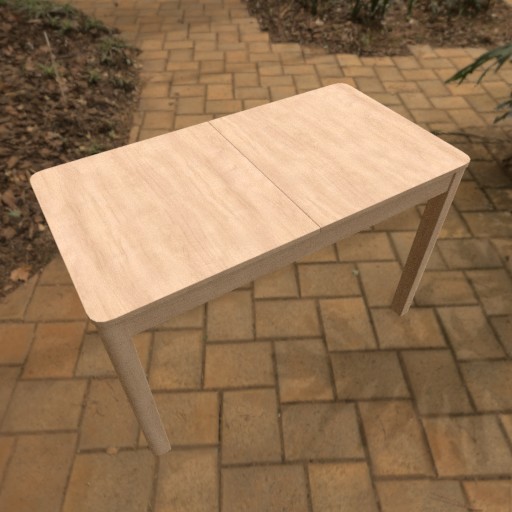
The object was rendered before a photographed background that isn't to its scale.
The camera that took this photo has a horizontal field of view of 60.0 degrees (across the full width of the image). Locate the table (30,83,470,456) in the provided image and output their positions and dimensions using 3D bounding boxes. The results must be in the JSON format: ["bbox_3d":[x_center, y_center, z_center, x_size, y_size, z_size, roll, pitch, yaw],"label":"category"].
[{"bbox_3d":[0.000,0.000,1.887,1.400,0.900,0.750,-24,50,-21],"label":"table"}]
